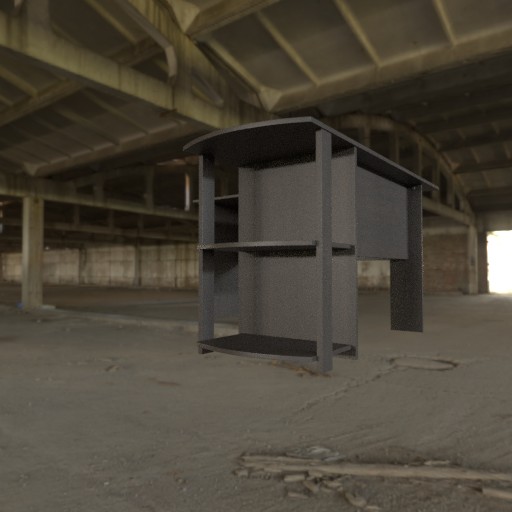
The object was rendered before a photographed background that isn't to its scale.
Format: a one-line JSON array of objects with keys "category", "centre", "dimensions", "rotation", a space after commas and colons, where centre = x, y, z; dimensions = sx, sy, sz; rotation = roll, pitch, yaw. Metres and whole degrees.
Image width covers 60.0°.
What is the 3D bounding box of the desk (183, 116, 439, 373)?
[{"category": "desk", "centre": [0.000, 0.000, 2.089], "dimensions": [1.303, 0.716, 1.361], "rotation": [-1, -2, 37]}]
